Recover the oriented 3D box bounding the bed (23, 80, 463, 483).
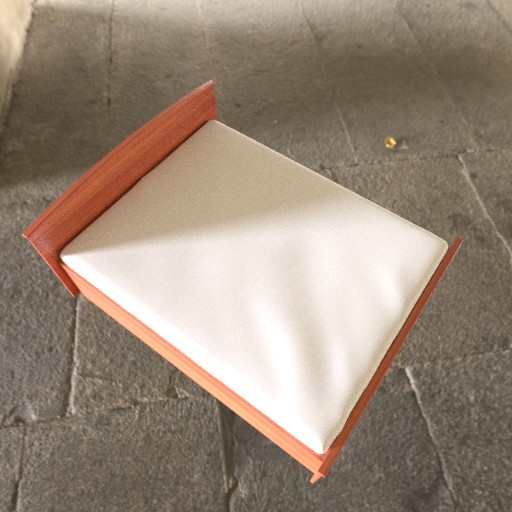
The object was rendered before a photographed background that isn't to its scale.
[{"bbox_3d":[0.000,0.000,2.854,2.053,0.848,1.683,32,64,18],"label":"bed"}]
